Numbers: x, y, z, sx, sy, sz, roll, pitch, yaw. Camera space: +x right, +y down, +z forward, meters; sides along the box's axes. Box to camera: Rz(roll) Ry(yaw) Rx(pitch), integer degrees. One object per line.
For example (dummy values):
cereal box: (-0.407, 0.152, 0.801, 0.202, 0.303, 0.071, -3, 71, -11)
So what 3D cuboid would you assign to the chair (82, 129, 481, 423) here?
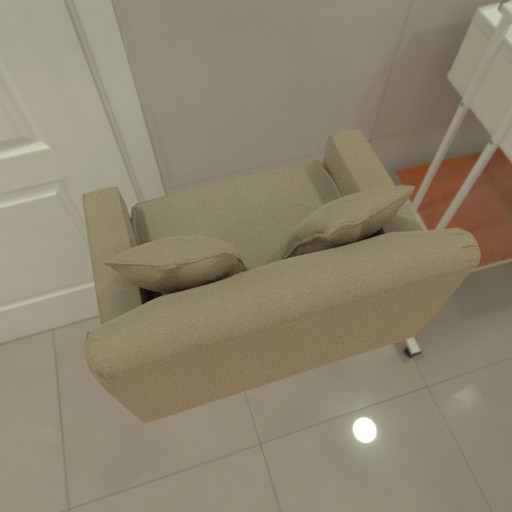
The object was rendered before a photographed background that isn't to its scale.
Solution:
chair: (0.000, 0.000, 2.023, 1.383, 0.948, 1.000, -15, 60, -9)
